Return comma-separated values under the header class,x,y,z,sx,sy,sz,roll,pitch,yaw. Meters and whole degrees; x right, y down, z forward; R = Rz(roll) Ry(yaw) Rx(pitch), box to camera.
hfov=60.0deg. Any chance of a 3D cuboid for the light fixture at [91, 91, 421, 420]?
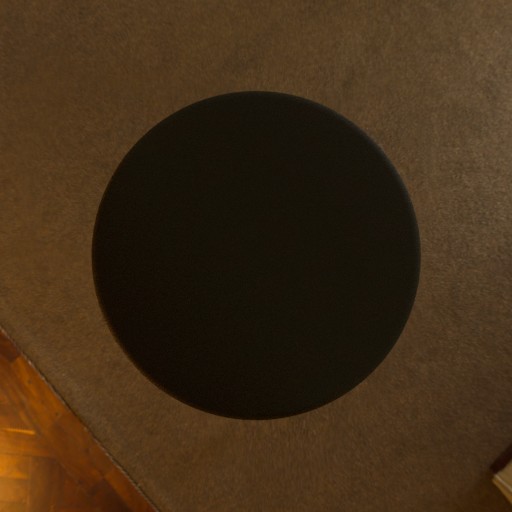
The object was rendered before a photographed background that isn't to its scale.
class,x,y,z,sx,sy,sz,roll,pitch,yaw
light fixture,0.000,0.000,0.635,0.389,0.229,0.389,0,89,0
